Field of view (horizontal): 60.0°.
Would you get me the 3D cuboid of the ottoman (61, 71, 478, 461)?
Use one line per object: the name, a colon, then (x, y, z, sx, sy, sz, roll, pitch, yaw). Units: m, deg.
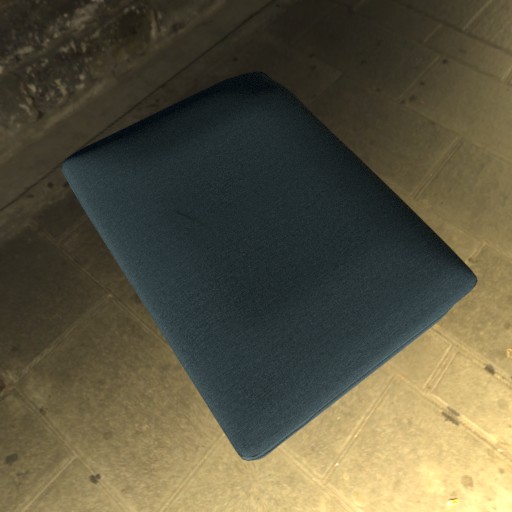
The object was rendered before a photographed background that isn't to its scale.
ottoman: (0.000, 0.000, 1.197, 0.629, 0.503, 0.835, -32, 67, -15)
